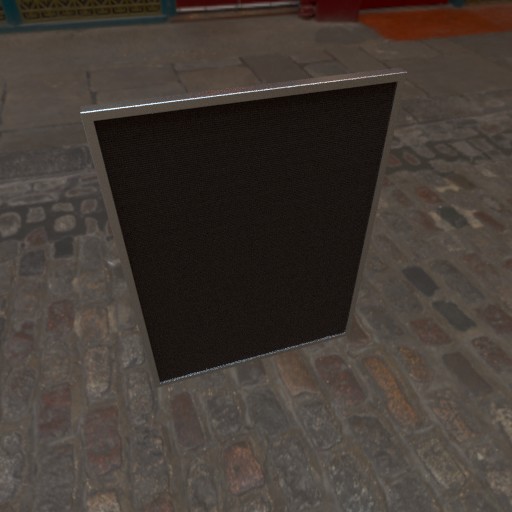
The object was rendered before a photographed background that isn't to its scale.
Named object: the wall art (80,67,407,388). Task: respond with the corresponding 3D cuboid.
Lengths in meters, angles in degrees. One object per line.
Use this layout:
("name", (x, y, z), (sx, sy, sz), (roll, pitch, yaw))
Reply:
("wall art", (0.000, 0.000, 1.400), (0.801, 1.062, 0.037), (-12, 43, -13))
